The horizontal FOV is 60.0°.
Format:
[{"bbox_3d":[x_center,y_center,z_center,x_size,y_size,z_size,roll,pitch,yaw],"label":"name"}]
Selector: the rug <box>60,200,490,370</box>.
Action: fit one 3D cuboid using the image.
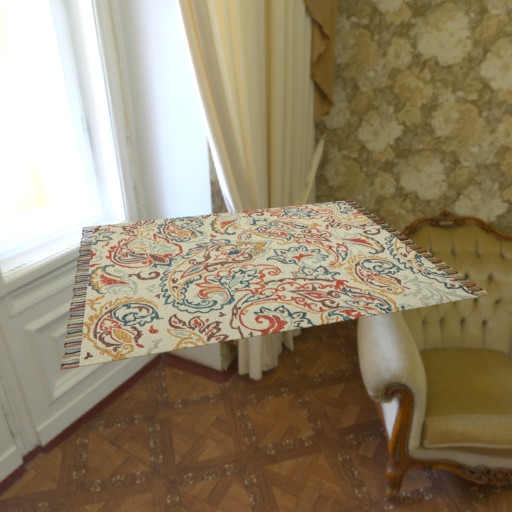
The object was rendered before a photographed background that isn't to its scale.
[{"bbox_3d":[0.000,0.000,4.252,3.274,0.015,2.439,-7,27,-14],"label":"rug"}]
